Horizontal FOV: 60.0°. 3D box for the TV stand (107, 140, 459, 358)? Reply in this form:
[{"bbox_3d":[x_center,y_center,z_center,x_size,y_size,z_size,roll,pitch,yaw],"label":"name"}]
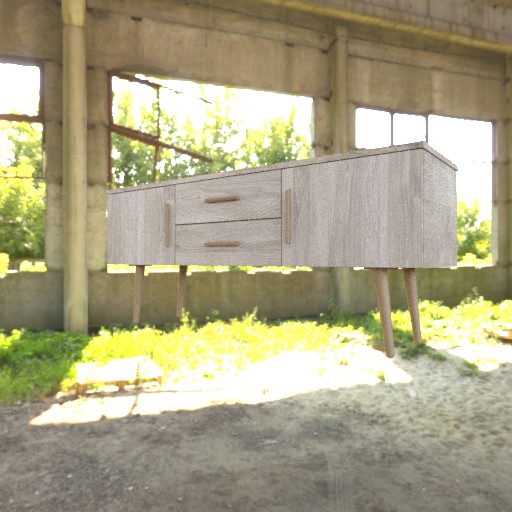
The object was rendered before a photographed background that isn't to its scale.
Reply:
[{"bbox_3d":[0.000,0.000,1.637,1.313,0.565,0.401,0,-1,37],"label":"TV stand"}]
